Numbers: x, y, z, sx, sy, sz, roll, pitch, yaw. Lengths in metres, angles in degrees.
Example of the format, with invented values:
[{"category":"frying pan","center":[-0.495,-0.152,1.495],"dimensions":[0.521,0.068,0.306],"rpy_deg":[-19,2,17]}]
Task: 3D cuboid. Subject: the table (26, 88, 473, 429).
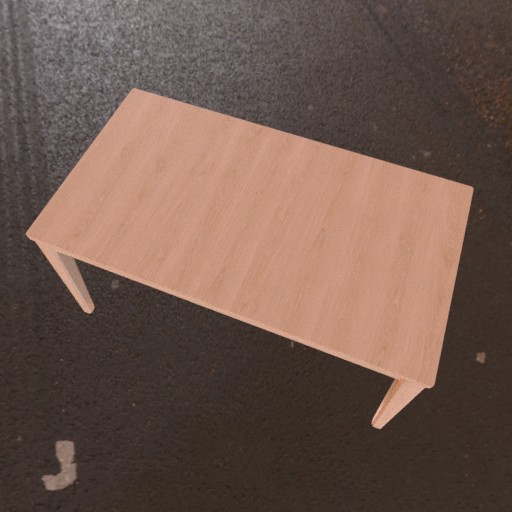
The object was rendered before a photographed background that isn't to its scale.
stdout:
[{"category":"table","center":[0.000,0.000,2.053],"dimensions":[1.600,0.760,0.900],"rpy_deg":[19,64,10]}]
